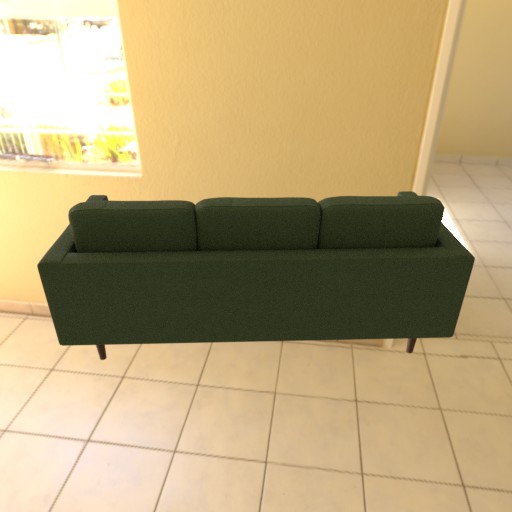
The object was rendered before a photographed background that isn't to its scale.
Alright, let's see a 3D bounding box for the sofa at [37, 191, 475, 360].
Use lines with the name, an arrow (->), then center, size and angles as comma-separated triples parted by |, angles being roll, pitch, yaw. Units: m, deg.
sofa -> 0.000, 0.000, 2.533 | 2.029, 0.899, 0.879 | -1, 30, -2
